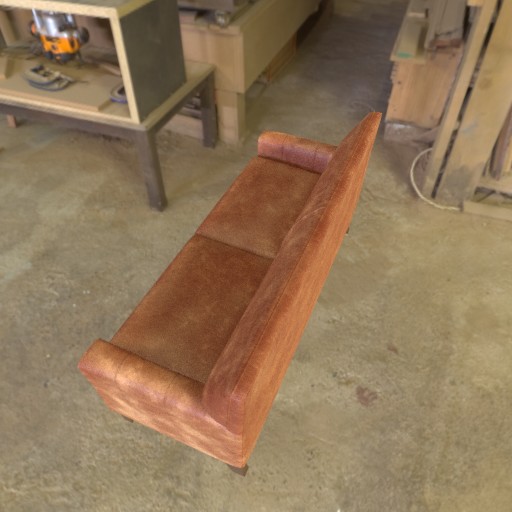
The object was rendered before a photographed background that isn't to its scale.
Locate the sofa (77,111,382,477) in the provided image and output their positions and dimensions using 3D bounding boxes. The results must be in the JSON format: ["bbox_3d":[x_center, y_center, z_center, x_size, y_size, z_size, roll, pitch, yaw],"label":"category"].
[{"bbox_3d":[0.000,0.000,2.497,0.805,0.947,2.053,17,48,16],"label":"sofa"}]
